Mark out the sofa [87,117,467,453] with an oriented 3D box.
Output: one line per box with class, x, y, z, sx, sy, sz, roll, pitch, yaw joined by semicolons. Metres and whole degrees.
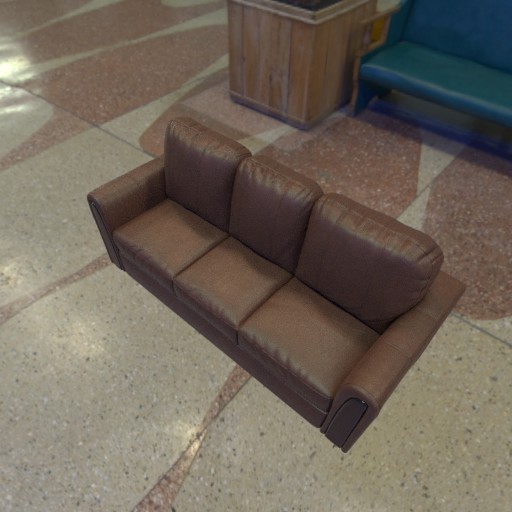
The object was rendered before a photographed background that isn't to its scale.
sofa;0.000;0.000;2.309;1.862;0.915;0.802;33;54;28
